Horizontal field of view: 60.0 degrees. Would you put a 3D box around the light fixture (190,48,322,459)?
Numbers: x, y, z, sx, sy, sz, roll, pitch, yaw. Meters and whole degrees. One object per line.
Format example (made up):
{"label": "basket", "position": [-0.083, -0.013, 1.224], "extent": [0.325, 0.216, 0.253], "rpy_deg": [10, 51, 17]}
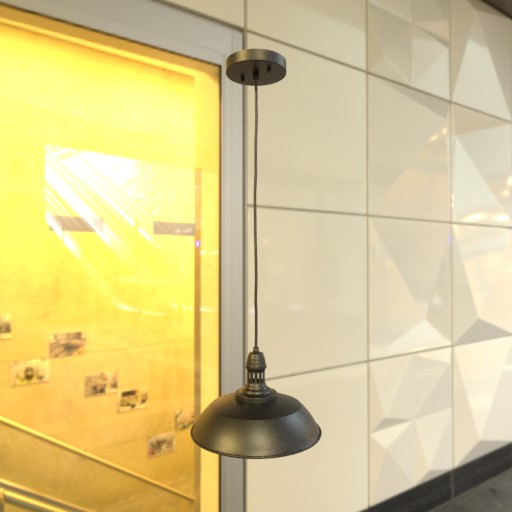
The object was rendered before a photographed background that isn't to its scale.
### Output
{"label": "light fixture", "position": [0.000, 0.000, 1.134], "extent": [0.331, 0.993, 0.331], "rpy_deg": [-1, -1, 36]}
